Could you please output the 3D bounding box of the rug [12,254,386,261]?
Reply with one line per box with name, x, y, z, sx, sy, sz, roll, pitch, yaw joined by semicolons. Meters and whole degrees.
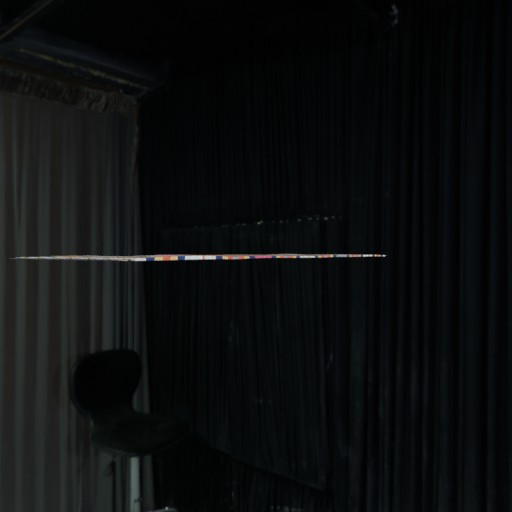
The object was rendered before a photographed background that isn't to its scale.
rug;0.000;0.000;2.585;0.695;0.017;2.455;0;1;37
